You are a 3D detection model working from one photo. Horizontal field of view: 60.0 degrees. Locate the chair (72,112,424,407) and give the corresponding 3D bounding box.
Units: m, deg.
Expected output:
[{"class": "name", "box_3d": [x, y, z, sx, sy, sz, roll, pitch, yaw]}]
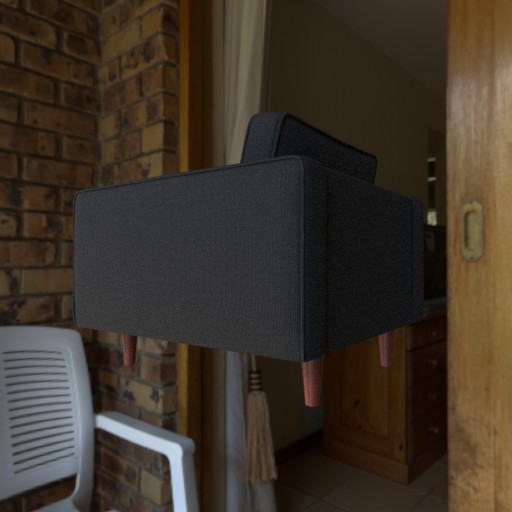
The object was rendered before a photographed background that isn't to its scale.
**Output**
[{"class": "chair", "box_3d": [0.000, 0.000, 1.566, 0.919, 0.770, 0.899, 0, -1, 37]}]
